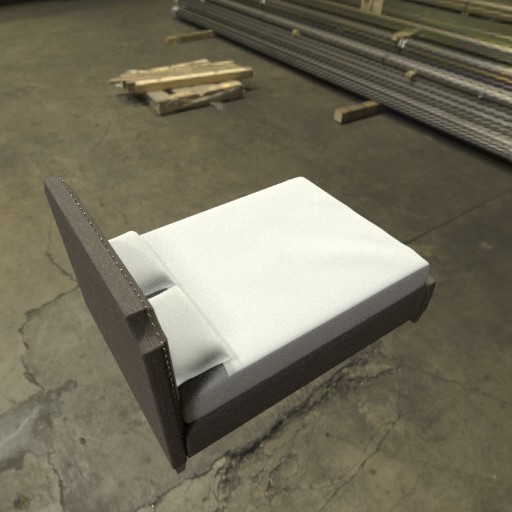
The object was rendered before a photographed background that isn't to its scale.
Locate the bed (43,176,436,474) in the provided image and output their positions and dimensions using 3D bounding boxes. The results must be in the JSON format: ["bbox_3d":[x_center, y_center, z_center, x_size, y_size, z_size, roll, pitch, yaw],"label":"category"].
[{"bbox_3d":[0.000,0.000,3.405,2.381,1.457,1.713,-24,46,-25],"label":"bed"}]
